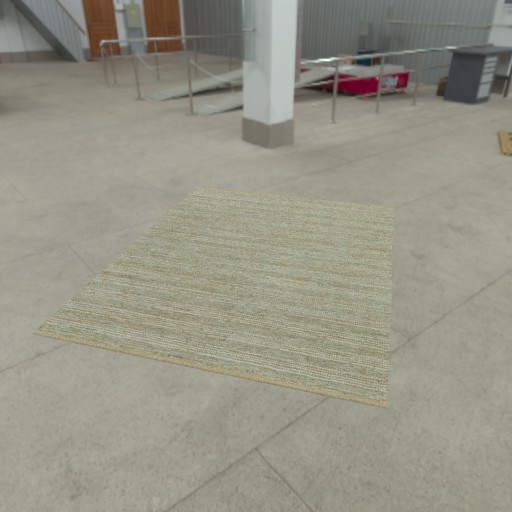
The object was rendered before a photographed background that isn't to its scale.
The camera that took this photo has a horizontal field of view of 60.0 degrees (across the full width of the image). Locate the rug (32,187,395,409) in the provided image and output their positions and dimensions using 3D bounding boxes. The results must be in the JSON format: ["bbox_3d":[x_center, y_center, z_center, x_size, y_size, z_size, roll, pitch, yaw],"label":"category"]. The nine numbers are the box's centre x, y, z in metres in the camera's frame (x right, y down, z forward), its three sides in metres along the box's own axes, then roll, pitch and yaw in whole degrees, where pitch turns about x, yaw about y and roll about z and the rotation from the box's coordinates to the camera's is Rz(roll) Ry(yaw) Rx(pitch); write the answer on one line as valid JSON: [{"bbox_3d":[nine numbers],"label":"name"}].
[{"bbox_3d":[0.000,0.000,4.136,2.471,0.012,3.034,8,31,14],"label":"rug"}]
